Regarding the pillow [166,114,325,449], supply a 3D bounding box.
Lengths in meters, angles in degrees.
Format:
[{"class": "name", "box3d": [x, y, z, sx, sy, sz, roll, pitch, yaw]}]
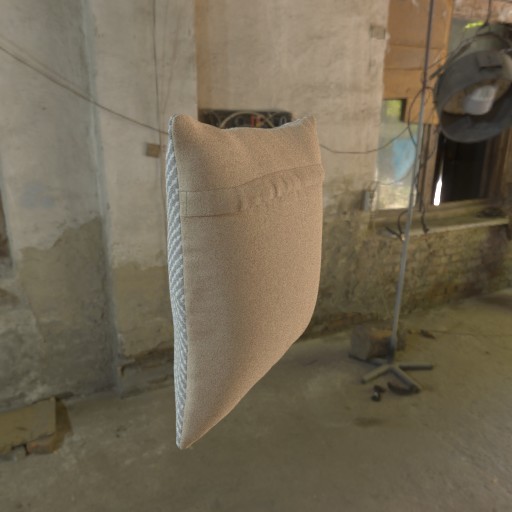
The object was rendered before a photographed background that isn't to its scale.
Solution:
[{"class": "pillow", "box3d": [0.000, 0.000, 0.753, 0.181, 0.458, 0.459, 9, 19, 25]}]
